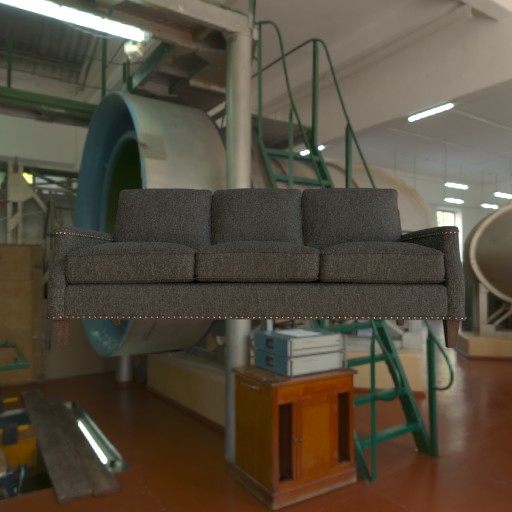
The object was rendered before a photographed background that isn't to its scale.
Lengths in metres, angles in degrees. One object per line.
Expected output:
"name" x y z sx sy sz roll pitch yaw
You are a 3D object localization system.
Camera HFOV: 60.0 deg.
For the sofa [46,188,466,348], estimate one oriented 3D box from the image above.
"sofa" 0.000 0.000 2.880 2.246 1.003 1.084 0 -1 1
